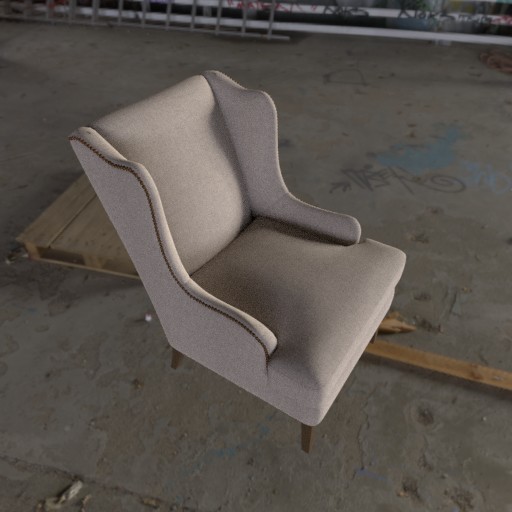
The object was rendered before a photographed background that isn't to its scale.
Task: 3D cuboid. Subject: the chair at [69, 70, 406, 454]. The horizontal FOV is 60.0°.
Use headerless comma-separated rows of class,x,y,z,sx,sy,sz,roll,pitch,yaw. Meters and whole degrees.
chair,0.000,0.000,1.647,0.940,1.029,0.737,24,47,25
